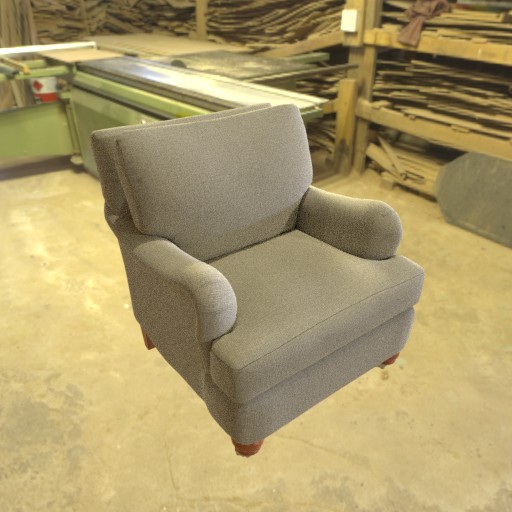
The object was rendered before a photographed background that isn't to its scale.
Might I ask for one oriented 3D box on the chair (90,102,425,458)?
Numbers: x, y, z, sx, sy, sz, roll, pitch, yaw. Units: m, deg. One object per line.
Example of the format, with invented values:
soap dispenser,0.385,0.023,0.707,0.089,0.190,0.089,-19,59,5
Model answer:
chair,0.000,0.000,1.841,0.955,1.038,1.070,-21,37,-30
